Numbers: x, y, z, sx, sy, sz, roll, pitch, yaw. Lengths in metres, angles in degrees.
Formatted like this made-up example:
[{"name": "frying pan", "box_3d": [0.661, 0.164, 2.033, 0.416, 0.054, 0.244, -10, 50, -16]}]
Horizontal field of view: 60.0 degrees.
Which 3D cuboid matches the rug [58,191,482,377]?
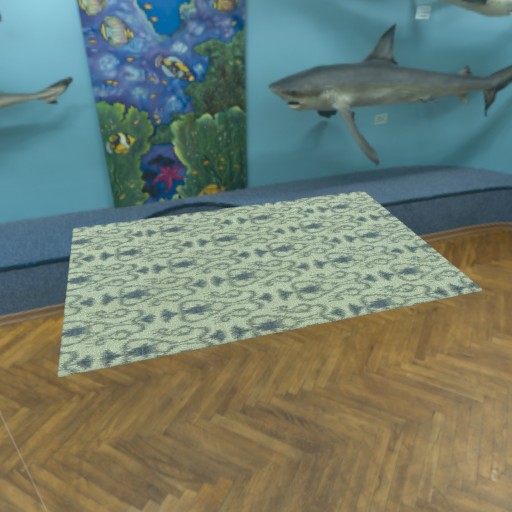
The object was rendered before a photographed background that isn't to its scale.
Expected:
[{"name": "rug", "box_3d": [0.000, 0.000, 2.052, 1.652, 0.006, 1.035, -9, 34, -14]}]
